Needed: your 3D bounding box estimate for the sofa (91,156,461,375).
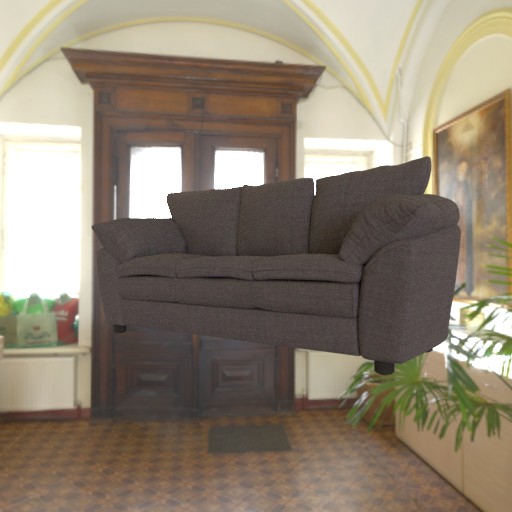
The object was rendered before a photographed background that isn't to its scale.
[{"bbox_3d":[0.000,0.000,2.828,2.336,1.080,0.883,-1,-1,37],"label":"sofa"}]
